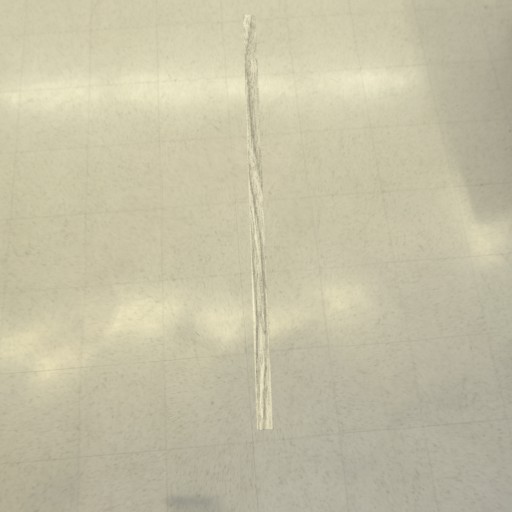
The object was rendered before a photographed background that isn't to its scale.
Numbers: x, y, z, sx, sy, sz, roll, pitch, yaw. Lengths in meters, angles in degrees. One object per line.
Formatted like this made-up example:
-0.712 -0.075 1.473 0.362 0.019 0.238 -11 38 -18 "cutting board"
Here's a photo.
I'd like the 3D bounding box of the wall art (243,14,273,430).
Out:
0.000 0.000 0.750 0.016 0.507 0.508 -2 74 -1 "wall art"
